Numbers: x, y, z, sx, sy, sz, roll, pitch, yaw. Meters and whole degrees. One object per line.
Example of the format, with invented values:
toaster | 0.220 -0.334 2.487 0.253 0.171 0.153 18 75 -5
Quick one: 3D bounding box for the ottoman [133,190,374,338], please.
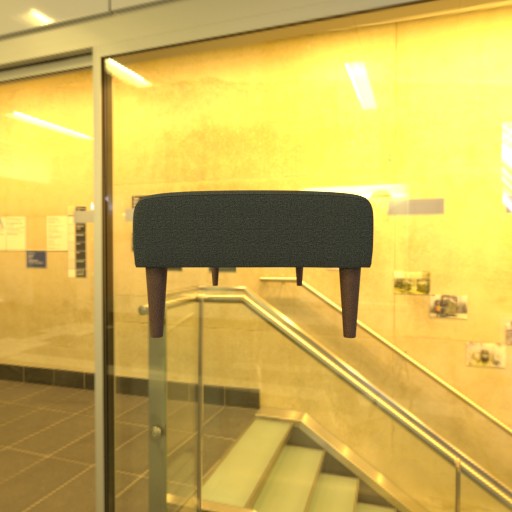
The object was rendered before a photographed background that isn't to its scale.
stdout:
ottoman | 0.000 0.000 1.921 0.646 0.393 1.609 0 1 1
